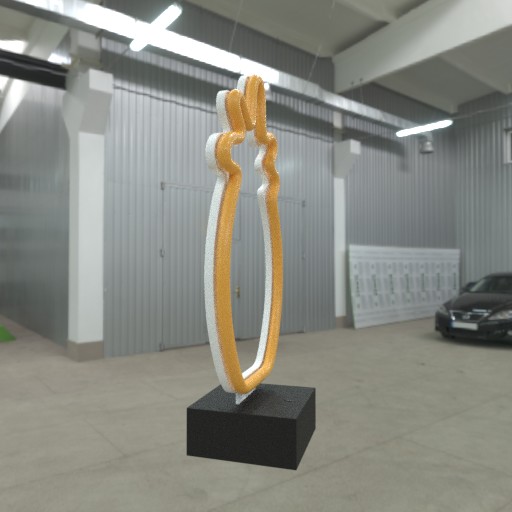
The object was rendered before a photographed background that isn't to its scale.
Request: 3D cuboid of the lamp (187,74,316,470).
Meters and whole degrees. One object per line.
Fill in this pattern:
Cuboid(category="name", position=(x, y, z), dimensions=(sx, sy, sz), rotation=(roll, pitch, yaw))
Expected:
Cuboid(category="lamp", position=(0.000, 0.000, 0.383), dimensions=(0.088, 0.317, 0.167), rotation=(0, -1, 17))
